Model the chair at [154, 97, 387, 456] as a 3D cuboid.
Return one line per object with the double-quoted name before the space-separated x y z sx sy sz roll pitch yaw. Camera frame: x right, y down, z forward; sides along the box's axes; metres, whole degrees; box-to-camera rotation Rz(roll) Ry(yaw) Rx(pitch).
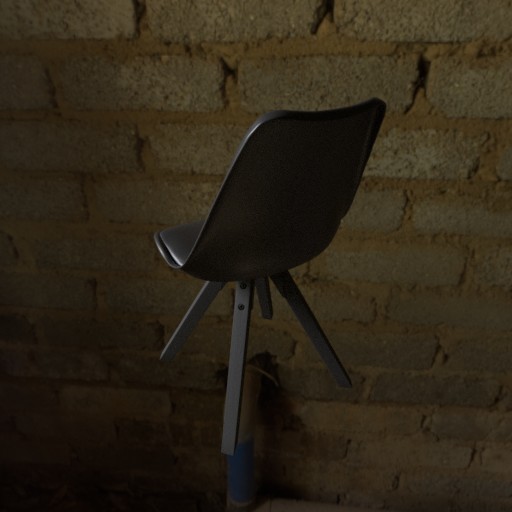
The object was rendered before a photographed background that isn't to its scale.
"chair" 0.000 0.000 1.175 0.485 0.850 0.530 -18 34 -29
